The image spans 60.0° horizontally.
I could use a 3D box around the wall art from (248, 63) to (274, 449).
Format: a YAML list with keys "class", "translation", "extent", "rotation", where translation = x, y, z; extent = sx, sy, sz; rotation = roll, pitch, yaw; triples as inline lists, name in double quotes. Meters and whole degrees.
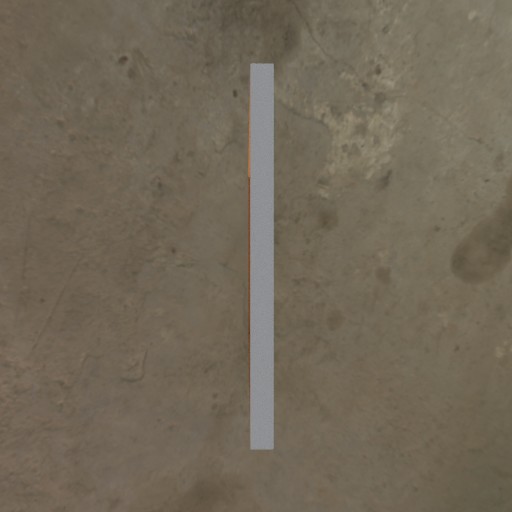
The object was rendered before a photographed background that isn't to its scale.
- class: "wall art"
  translation: [0.000, 0.000, 1.156]
  extent: [0.037, 0.916, 0.610]
  rotation: [0, 90, -1]
